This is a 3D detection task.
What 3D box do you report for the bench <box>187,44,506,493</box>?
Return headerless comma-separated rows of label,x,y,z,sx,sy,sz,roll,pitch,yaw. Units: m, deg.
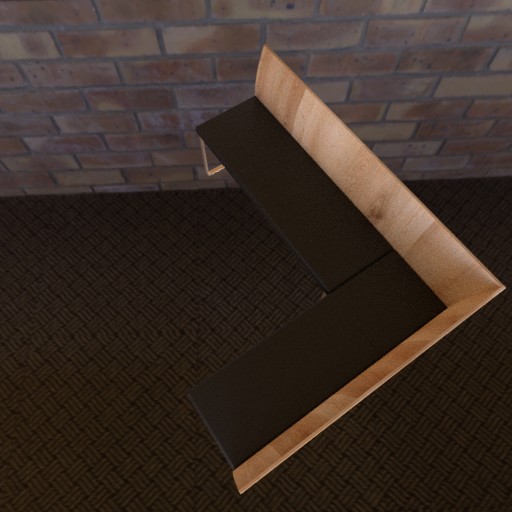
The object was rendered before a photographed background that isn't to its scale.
bench,0.000,0.000,2.649,1.495,0.930,1.945,-32,70,-14
